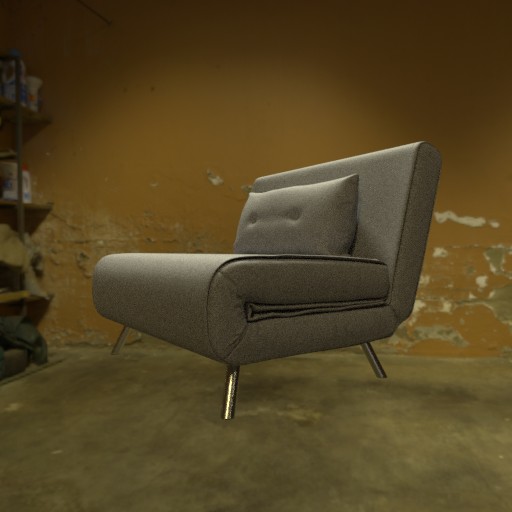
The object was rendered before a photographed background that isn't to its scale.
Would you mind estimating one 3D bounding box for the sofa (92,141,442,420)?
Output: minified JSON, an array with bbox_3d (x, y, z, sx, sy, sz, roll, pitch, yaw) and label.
[{"bbox_3d":[0.000,0.000,1.749,1.000,0.825,1.020,0,1,-36],"label":"sofa"}]
